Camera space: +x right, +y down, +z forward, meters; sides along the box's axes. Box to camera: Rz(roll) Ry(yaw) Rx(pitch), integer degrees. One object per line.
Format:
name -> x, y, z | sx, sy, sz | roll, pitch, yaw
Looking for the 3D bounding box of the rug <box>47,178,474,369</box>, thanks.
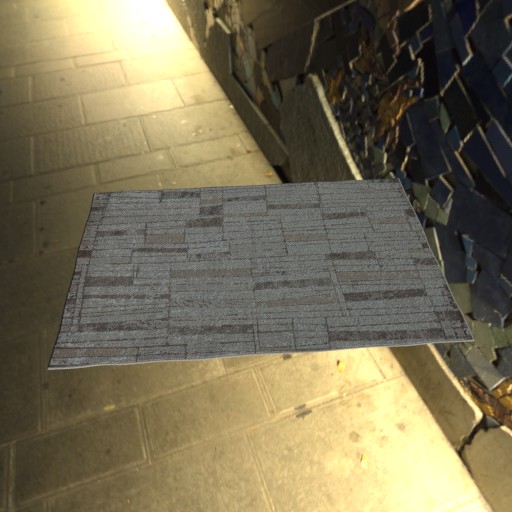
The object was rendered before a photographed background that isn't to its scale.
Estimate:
rug -> 0.000, 0.000, 3.030 | 2.444, 0.023, 1.531 | -3, 48, -3
